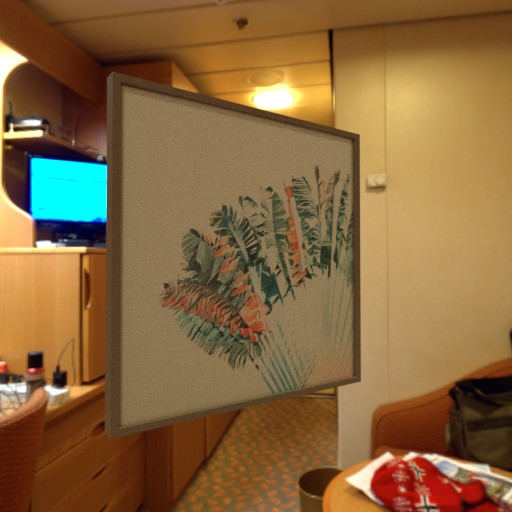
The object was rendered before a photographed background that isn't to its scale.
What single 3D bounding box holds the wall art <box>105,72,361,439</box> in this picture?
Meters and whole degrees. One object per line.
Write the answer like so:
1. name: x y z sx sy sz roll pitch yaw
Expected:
1. wall art: 0.000 0.000 1.153 0.761 0.758 0.038 1 -1 -36
